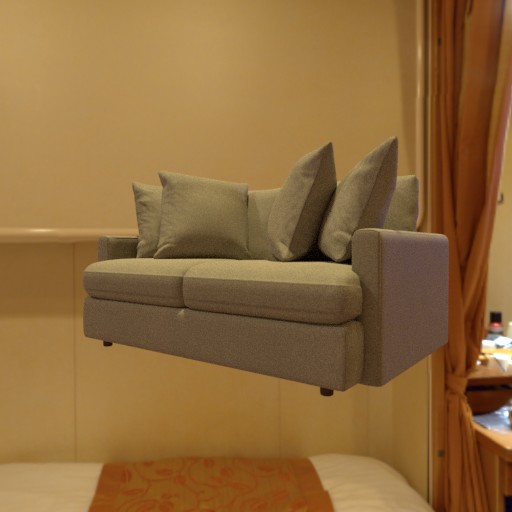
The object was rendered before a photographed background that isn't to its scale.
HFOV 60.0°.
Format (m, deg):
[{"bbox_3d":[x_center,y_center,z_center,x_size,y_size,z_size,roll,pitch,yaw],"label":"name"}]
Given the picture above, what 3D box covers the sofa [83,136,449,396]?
[{"bbox_3d":[0.000,0.000,2.606,1.869,1.080,1.228,1,1,37],"label":"sofa"}]
